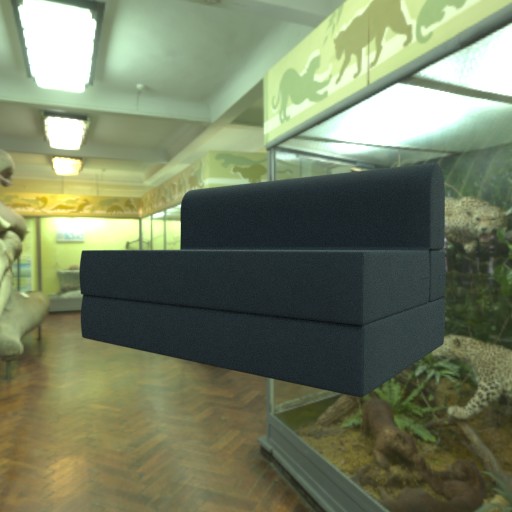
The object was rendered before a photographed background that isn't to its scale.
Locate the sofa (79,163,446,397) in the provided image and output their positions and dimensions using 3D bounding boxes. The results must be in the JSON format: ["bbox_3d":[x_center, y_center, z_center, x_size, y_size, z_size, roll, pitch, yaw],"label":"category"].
[{"bbox_3d":[0.000,0.000,1.714,1.219,0.660,0.762,1,1,37],"label":"sofa"}]
